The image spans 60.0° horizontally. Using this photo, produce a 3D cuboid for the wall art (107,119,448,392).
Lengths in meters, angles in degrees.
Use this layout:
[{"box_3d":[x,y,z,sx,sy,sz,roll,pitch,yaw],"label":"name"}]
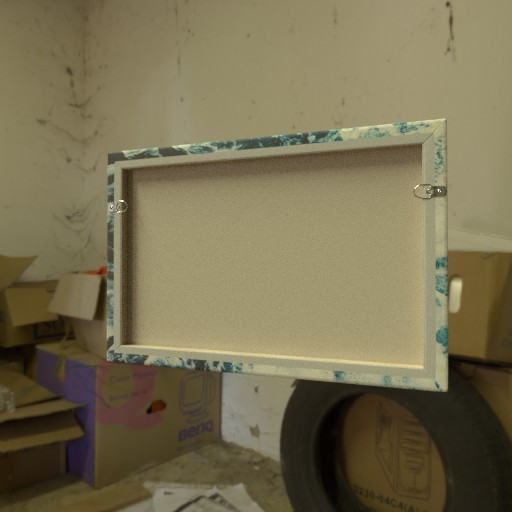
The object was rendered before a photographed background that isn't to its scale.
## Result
[{"box_3d":[0.000,0.000,1.919,1.524,1.017,0.055,0,-1,20],"label":"wall art"}]
